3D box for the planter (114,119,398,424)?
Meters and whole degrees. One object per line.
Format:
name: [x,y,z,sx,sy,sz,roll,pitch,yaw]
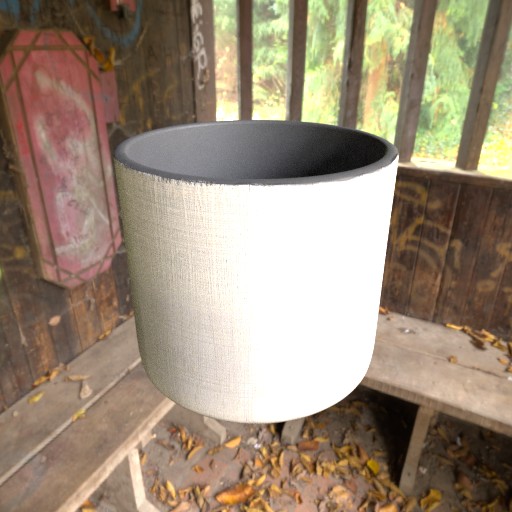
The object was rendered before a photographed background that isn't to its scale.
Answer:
planter: [0.000,0.000,0.394,0.221,0.201,0.221,0,26,0]
